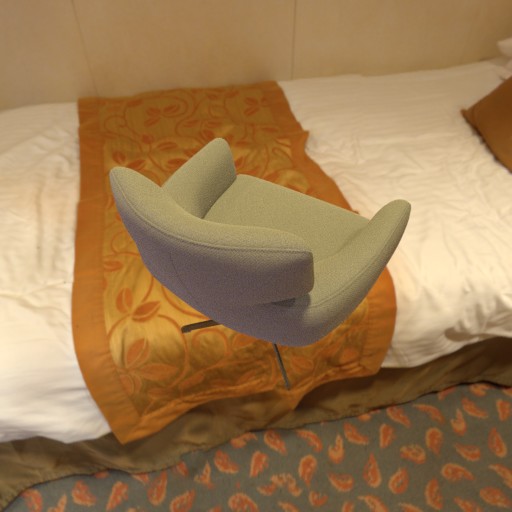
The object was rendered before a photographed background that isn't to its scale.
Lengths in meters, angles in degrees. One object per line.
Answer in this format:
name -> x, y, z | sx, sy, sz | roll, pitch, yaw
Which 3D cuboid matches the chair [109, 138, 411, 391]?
chair -> 0.000, 0.000, 1.422 | 0.760, 0.810, 0.730 | 24, 51, 21
